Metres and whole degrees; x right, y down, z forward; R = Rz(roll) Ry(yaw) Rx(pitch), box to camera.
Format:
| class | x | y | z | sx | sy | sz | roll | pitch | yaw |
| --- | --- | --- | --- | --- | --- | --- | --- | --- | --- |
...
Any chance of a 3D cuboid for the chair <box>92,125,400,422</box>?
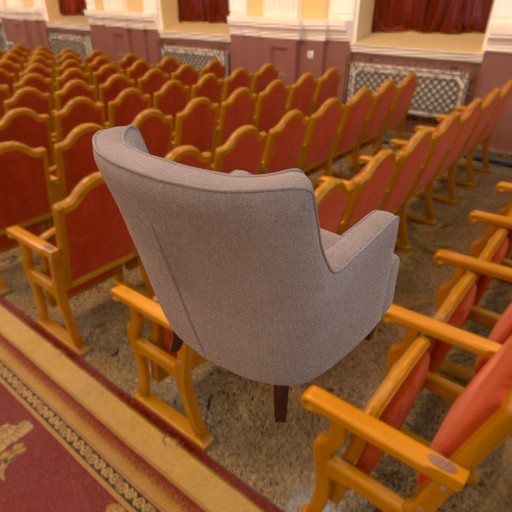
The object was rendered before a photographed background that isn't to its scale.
| class | x | y | z | sx | sy | sz | roll | pitch | yaw |
| --- | --- | --- | --- | --- | --- | --- | --- | --- | --- |
| chair | 0.000 | 0.000 | 1.590 | 0.781 | 0.919 | 0.910 | 23 | 37 | 33 |
